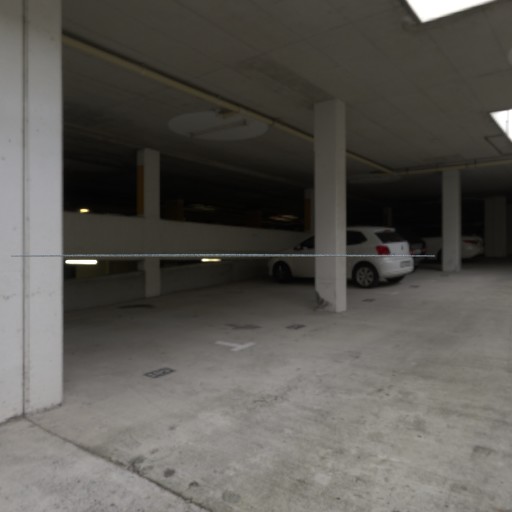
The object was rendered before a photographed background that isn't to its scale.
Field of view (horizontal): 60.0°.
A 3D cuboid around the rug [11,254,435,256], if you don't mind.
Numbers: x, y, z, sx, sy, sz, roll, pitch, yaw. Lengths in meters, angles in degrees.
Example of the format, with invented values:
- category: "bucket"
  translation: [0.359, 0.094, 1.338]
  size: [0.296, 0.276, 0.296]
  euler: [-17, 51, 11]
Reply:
- category: "rug"
  translation: [0.000, 0.000, 2.794]
  size: [1.522, 0.006, 2.286]
  euler: [0, 0, 38]
